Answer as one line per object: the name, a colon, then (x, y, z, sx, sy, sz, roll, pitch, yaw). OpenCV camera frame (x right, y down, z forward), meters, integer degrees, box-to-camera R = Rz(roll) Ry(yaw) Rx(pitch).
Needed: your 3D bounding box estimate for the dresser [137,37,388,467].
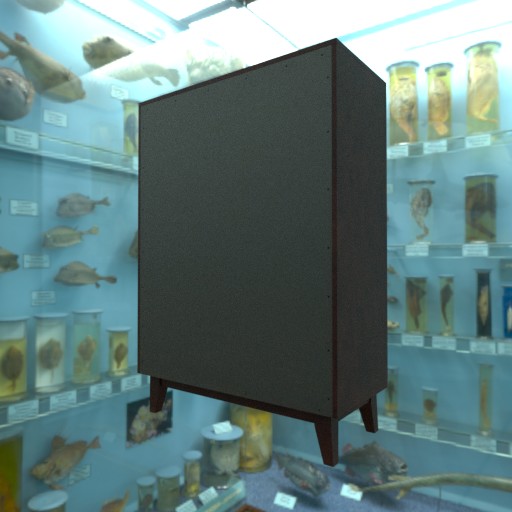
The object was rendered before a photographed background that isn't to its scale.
dresser: (0.000, 0.000, 2.061, 1.072, 1.514, 0.506, -1, -1, 37)
